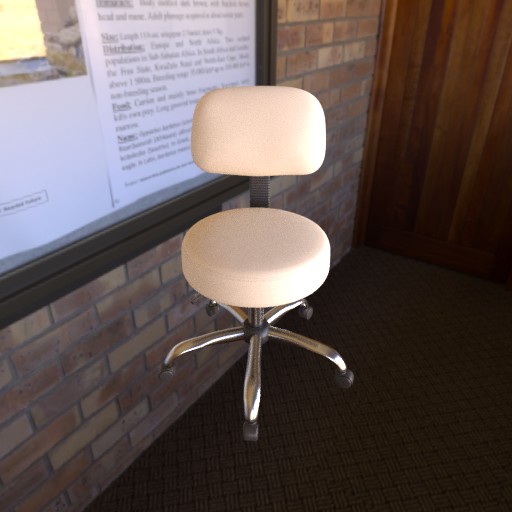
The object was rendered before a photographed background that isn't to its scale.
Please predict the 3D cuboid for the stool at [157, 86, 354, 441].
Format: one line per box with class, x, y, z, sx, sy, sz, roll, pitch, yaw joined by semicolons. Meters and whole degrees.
stool;0.000;0.000;1.243;0.609;0.810;0.616;2;30;3
